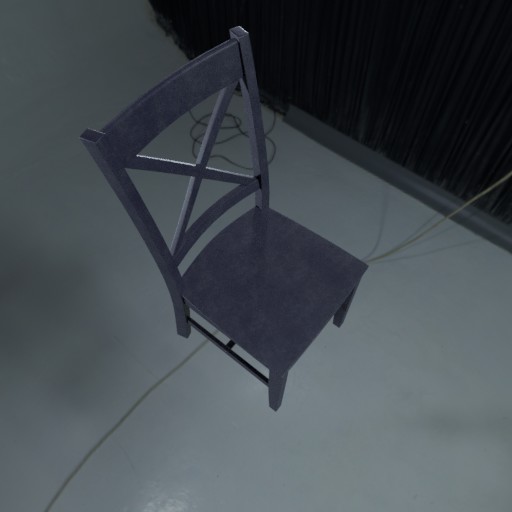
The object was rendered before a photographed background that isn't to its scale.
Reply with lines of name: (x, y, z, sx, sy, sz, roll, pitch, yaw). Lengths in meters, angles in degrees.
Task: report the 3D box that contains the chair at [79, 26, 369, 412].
chair: (0.000, 0.000, 1.297, 0.542, 0.983, 0.485, 34, 64, 19)
